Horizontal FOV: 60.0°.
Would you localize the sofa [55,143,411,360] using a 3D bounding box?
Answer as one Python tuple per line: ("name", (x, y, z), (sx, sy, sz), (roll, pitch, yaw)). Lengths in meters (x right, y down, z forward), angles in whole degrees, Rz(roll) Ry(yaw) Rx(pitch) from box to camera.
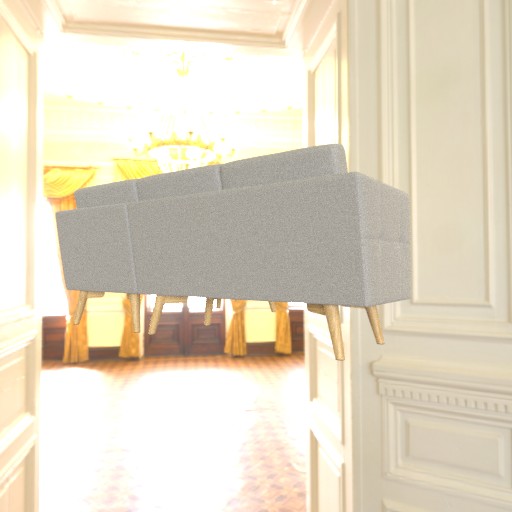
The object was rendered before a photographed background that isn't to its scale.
("sofa", (0.000, 0.000, 2.787), (2.040, 0.860, 1.530), (-1, -2, 36))
